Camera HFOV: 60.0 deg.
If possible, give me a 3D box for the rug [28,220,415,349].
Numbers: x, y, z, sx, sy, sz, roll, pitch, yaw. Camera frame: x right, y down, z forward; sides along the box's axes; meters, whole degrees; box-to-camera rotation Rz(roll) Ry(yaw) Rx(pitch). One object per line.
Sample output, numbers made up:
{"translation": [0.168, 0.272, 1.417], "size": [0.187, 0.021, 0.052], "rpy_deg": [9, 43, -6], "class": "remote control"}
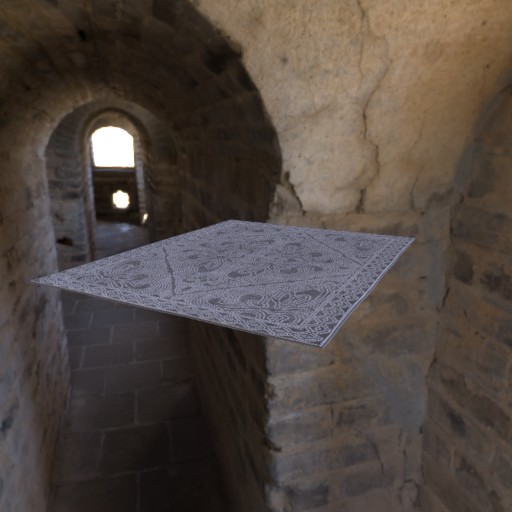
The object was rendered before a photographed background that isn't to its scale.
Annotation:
{"translation": [0.000, 0.000, 4.193], "size": [2.438, 0.012, 3.048], "rpy_deg": [8, 17, 27], "class": "rug"}
